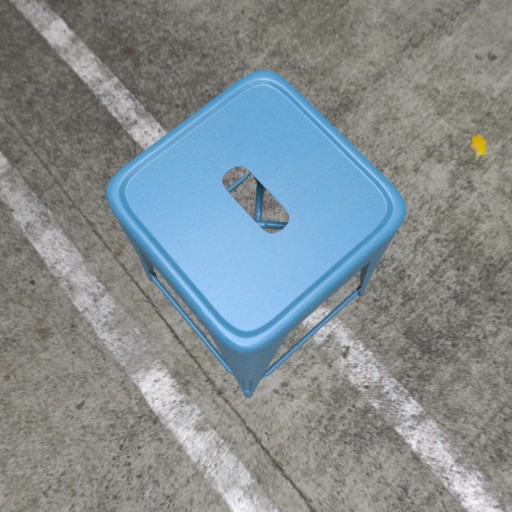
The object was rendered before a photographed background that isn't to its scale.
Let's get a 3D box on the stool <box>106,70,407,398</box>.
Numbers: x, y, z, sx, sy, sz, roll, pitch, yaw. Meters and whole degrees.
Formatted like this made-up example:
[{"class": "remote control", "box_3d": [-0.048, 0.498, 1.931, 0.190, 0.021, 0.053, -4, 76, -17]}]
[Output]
[{"class": "stool", "box_3d": [0.000, 0.000, 0.876, 0.410, 0.608, 0.410, -40, 79, -9]}]
